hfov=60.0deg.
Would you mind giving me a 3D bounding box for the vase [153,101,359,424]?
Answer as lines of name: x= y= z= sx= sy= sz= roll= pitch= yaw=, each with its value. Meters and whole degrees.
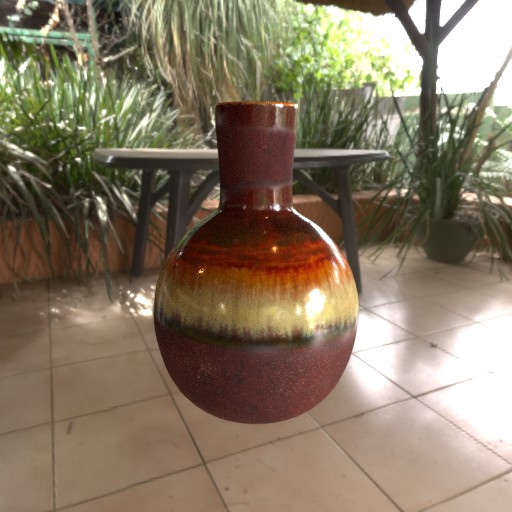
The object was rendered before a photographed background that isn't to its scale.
vase: x=0.000 y=0.000 z=0.238 sx=0.111 sy=0.154 sz=0.111 roll=0 pitch=15 yaw=0
